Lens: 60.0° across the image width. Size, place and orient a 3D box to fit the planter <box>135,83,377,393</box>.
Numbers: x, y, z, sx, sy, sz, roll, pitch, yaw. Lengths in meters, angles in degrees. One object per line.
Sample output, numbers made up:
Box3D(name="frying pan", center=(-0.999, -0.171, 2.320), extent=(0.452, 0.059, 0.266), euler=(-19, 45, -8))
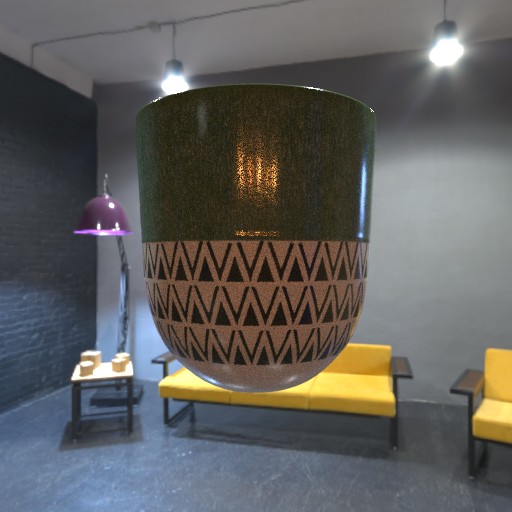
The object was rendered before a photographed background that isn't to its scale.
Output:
Box3D(name="planter", center=(0.000, 0.000, 0.371), extent=(0.195, 0.214, 0.195), euler=(0, 0, 0))
